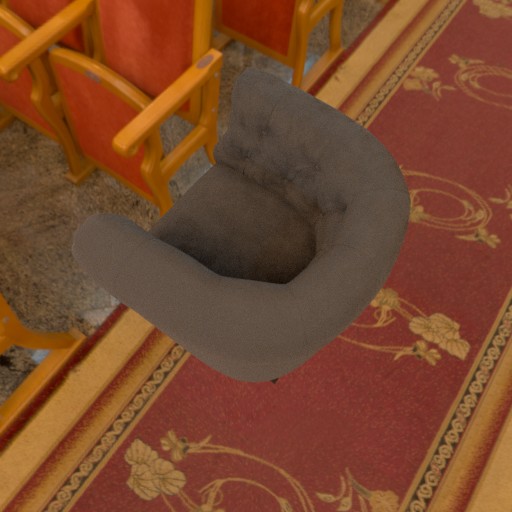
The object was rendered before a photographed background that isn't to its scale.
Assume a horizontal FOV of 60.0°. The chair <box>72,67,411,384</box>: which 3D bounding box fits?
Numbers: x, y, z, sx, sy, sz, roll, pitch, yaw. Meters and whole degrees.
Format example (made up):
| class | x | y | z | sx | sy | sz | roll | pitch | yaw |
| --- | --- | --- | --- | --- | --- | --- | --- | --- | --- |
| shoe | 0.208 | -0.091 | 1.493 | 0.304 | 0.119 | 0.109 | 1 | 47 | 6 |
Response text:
| class | x | y | z | sx | sy | sz | roll | pitch | yaw |
| --- | --- | --- | --- | --- | --- | --- | --- | --- | --- |
| chair | 0.000 | 0.000 | 1.596 | 0.851 | 0.826 | 0.904 | 33 | 68 | 15 |
